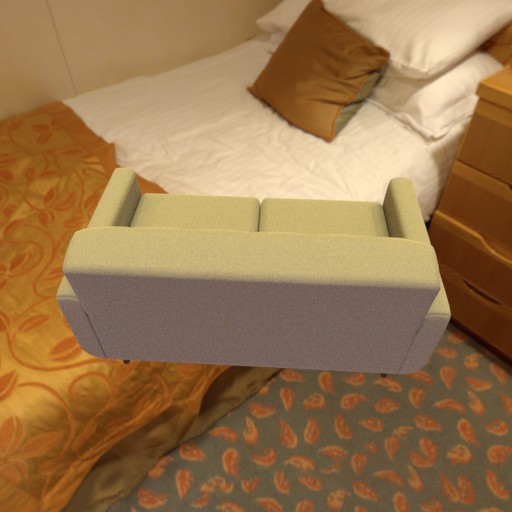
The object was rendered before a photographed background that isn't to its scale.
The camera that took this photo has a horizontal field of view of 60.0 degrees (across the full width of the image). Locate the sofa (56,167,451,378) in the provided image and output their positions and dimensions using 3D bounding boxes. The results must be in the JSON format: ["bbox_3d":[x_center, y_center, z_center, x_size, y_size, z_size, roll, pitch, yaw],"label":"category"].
[{"bbox_3d":[0.000,0.000,2.237,1.655,0.892,0.980,2,46,2],"label":"sofa"}]
